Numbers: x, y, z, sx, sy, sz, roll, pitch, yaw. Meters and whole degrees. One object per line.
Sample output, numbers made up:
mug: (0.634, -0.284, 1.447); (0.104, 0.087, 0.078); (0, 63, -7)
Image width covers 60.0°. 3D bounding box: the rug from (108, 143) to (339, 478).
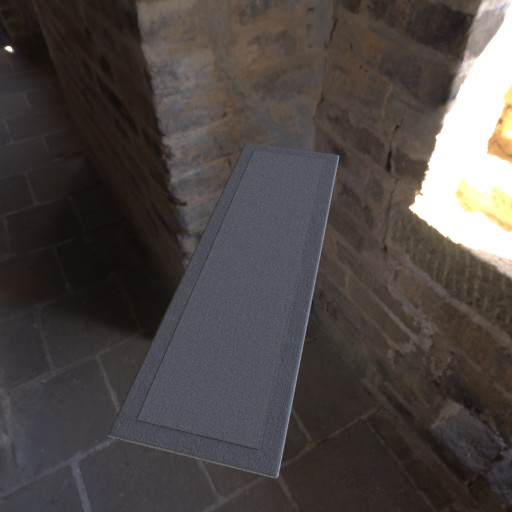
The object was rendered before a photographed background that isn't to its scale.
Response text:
rug: (0.000, 0.000, 2.696); (0.759, 0.012, 2.430); (10, 47, 9)
